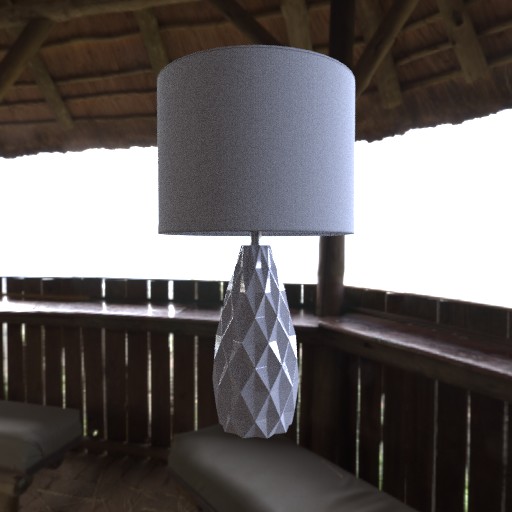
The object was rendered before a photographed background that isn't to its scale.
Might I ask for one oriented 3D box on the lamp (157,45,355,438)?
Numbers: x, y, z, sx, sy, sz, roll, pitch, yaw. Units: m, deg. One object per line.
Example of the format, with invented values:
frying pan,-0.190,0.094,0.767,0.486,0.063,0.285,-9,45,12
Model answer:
lamp,0.000,0.000,0.686,0.297,0.522,0.297,0,1,0
